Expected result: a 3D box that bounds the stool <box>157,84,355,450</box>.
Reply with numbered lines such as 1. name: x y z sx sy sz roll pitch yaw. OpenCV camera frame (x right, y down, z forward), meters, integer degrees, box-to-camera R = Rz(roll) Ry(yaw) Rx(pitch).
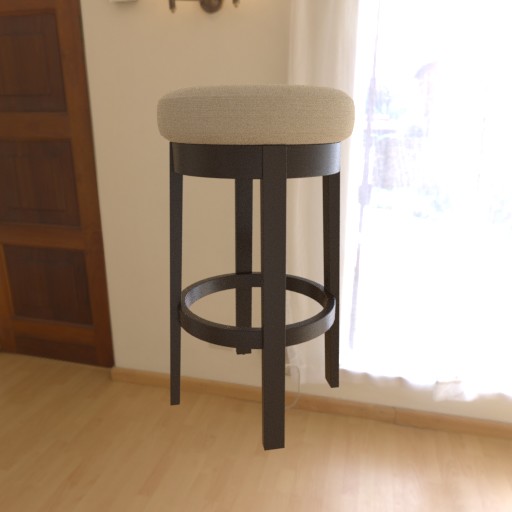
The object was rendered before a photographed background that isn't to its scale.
1. stool: 0.000 0.000 1.067 0.446 0.758 0.446 0 17 0
